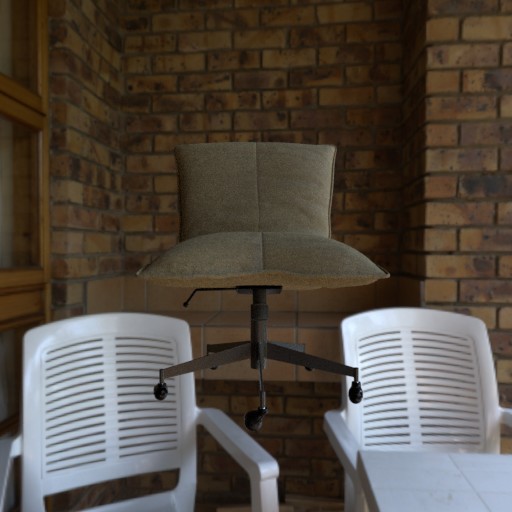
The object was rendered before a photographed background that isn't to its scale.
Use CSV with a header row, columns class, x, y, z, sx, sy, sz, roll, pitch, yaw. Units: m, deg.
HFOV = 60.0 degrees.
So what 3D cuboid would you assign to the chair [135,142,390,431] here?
class,x,y,z,sx,sy,sz,roll,pitch,yaw
chair,0.000,0.000,1.302,0.597,0.811,0.696,0,1,-1
